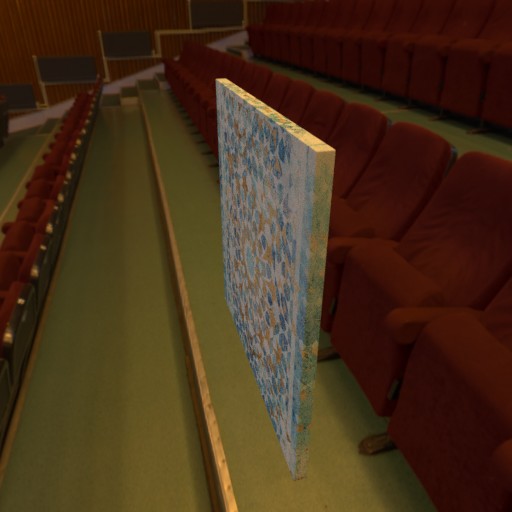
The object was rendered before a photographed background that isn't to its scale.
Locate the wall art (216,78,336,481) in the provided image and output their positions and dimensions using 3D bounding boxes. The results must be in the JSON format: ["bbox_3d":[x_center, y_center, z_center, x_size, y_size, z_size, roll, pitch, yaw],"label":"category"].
[{"bbox_3d":[0.000,0.000,1.379,0.040,0.916,0.916,-8,30,-13],"label":"wall art"}]
